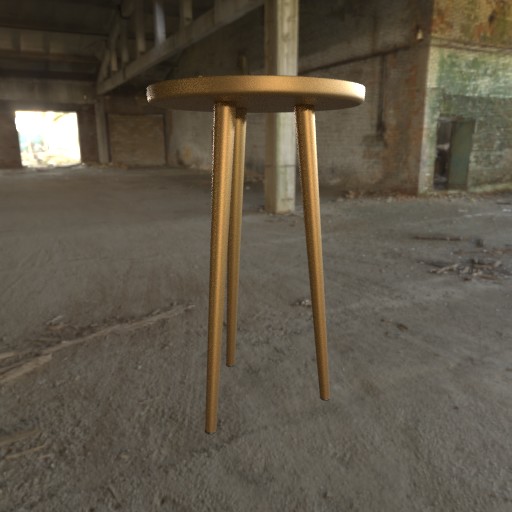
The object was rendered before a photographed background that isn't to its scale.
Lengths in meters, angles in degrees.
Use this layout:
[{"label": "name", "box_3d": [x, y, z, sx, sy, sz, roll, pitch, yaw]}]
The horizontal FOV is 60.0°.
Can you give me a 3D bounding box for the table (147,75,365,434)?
[{"label": "table", "box_3d": [0.000, 0.000, 0.683, 0.299, 0.480, 0.299, -8, 16, -27]}]
